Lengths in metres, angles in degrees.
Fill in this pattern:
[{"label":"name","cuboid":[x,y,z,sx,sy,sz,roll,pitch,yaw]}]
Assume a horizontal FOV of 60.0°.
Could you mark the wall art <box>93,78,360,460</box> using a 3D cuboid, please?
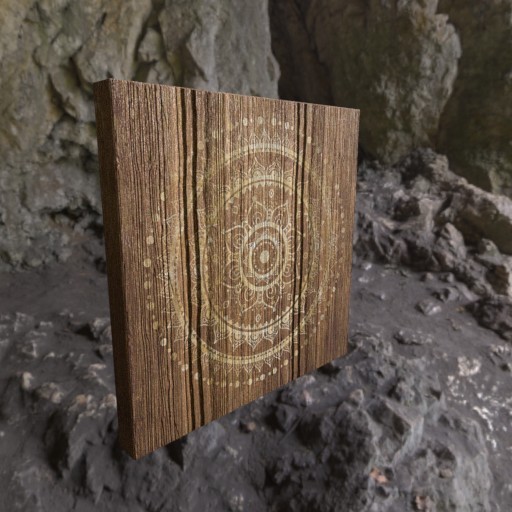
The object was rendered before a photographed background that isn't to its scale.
[{"label":"wall art","cuboid":[0.000,0.000,0.599,0.406,0.403,0.039,-12,17,-42]}]
